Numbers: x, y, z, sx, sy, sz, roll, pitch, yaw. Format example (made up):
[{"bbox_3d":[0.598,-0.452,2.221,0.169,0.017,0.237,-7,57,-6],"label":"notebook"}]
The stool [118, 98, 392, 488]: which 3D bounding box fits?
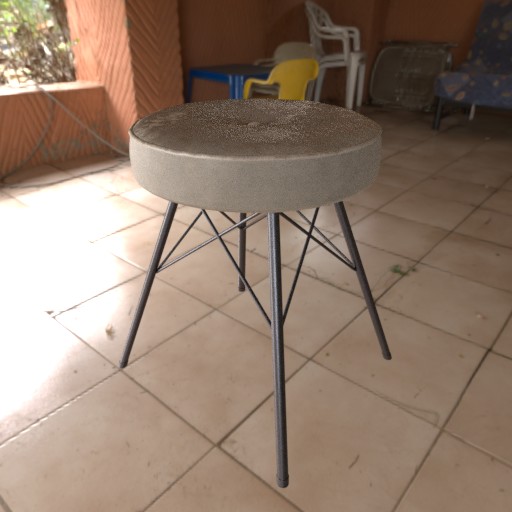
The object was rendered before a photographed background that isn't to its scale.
[{"bbox_3d":[0.000,0.000,0.858,0.457,0.538,0.423,22,35,34],"label":"stool"}]
